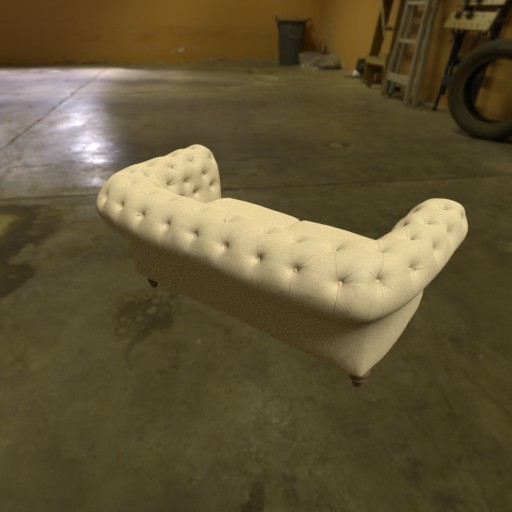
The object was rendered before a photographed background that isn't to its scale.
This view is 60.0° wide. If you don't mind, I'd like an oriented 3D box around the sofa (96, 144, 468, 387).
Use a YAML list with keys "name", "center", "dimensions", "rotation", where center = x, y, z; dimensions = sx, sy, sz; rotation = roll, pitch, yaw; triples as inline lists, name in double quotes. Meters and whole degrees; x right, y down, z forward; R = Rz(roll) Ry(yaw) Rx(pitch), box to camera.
- name: "sofa"
  center: [0.000, 0.000, 2.573]
  dimensions: [1.988, 0.835, 1.069]
  rotation: [20, 35, 32]
